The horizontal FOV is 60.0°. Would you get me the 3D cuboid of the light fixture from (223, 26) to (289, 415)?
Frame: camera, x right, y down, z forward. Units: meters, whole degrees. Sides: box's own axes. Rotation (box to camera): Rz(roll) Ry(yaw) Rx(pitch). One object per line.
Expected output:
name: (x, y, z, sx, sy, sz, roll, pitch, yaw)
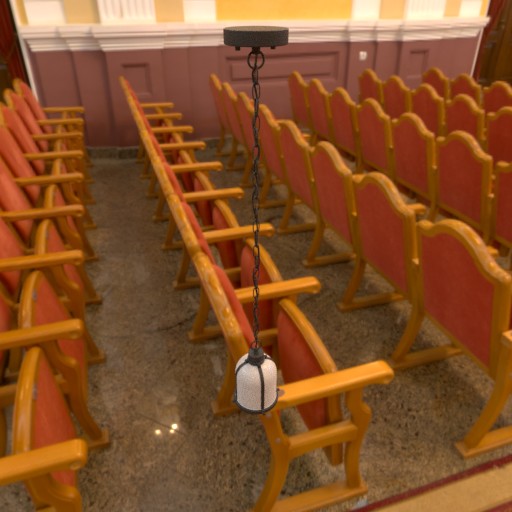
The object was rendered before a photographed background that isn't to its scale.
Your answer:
light fixture: (0.000, 0.000, 1.289, 0.178, 1.181, 0.178, -10, 33, -16)
